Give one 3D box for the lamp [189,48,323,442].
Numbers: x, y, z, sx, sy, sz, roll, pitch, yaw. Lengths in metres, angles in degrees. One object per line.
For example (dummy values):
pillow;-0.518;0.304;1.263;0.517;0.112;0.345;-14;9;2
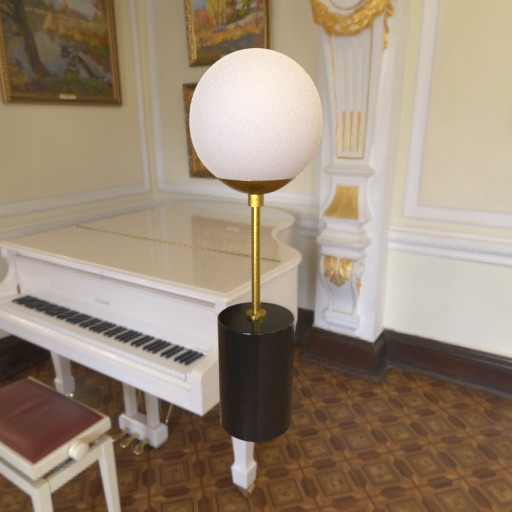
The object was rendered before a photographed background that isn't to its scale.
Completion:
lamp;0.000;0.000;0.561;0.153;0.480;0.153;0;16;0
